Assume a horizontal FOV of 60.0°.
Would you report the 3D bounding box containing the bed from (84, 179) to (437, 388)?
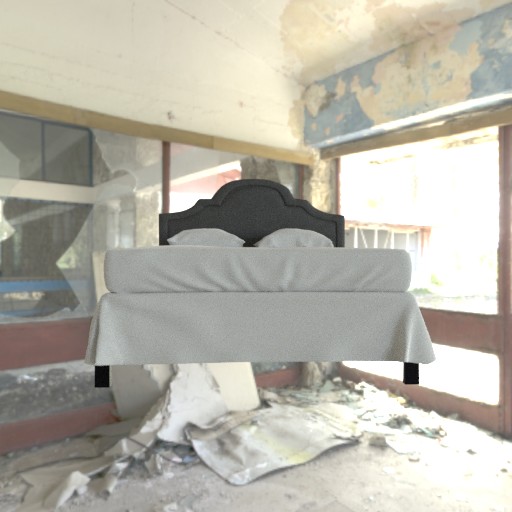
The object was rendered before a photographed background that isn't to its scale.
[{"bbox_3d":[0.000,0.000,3.771,2.303,1.631,2.222,0,0,-2],"label":"bed"}]
